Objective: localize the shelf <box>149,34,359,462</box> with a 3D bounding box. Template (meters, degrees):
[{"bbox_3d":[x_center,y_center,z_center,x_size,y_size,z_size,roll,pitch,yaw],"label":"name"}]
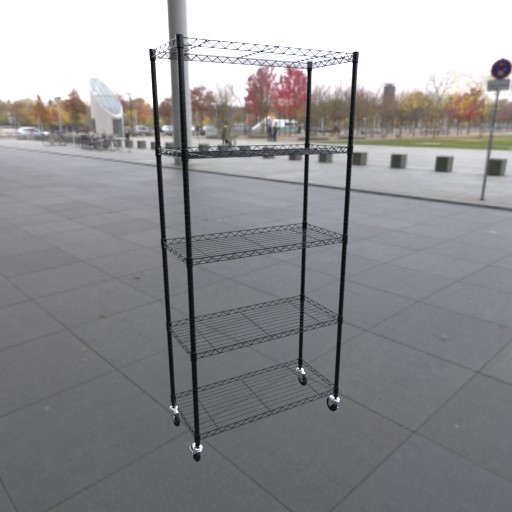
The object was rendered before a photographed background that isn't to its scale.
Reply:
[{"bbox_3d":[0.000,0.000,1.933,0.762,1.645,0.356,-9,19,-27],"label":"shelf"}]
